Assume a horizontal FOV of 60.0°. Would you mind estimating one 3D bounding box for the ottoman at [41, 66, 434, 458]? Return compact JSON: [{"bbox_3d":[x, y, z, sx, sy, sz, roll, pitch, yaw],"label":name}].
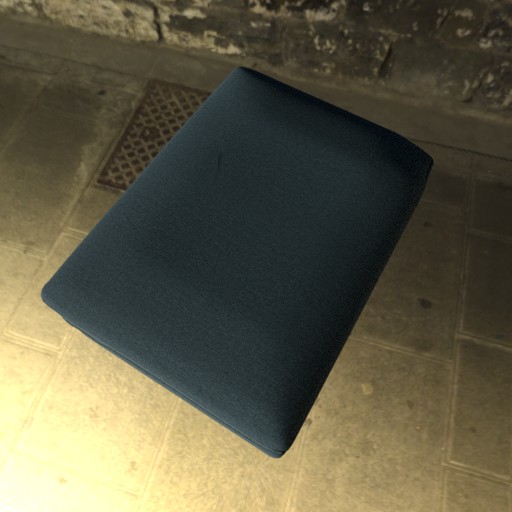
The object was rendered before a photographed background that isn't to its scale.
[{"bbox_3d":[0.000,0.000,1.222,0.629,0.503,0.835,28,68,13],"label":"ottoman"}]
